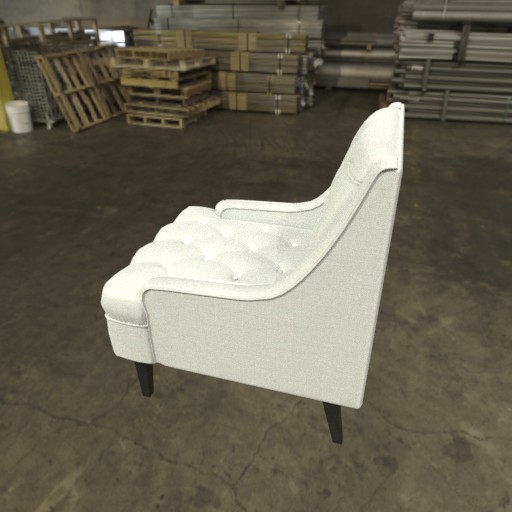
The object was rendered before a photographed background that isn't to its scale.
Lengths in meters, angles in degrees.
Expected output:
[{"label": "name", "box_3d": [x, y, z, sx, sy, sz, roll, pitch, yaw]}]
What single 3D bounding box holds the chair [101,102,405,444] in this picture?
[{"label": "chair", "box_3d": [0.000, 0.000, 1.418, 0.772, 0.891, 0.658, 9, 31, 14]}]
